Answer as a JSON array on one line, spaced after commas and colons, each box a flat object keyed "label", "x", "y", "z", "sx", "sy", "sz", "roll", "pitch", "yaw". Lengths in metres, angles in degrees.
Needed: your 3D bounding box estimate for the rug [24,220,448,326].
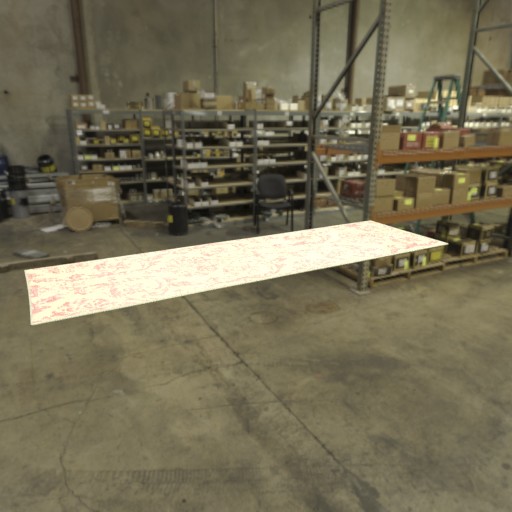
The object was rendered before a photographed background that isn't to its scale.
[{"label": "rug", "x": 0.000, "y": 0.000, "z": 2.364, "sx": 2.196, "sy": 0.011, "sz": 0.662, "roll": -9, "pitch": 20, "yaw": -27}]
